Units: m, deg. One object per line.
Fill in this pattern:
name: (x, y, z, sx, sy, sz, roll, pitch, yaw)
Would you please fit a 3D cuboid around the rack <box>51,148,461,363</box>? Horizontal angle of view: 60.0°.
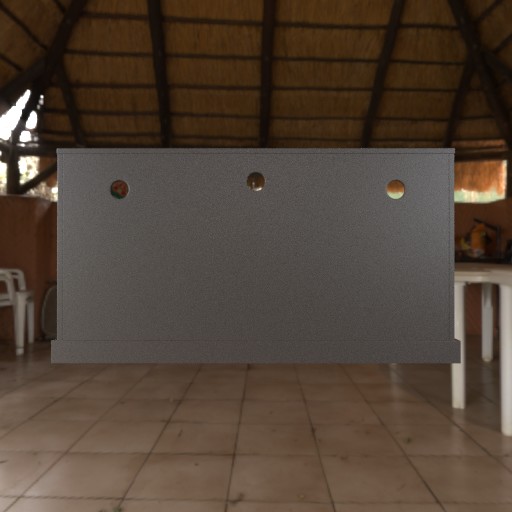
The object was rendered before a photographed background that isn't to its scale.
rack: (0.000, 0.000, 1.507, 1.206, 0.635, 0.399, 0, 0, 0)
